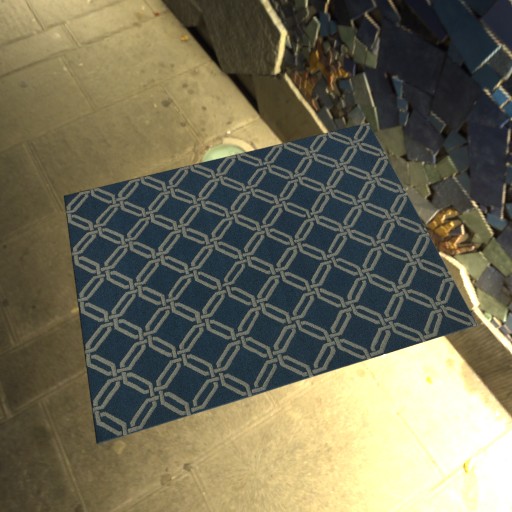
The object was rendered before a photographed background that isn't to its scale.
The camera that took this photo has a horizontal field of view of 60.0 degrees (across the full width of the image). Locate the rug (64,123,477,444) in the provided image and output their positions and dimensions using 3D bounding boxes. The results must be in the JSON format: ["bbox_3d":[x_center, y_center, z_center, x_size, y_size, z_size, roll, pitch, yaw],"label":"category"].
[{"bbox_3d":[0.000,0.000,4.197,3.342,0.018,2.432,-15,65,-7],"label":"rug"}]
